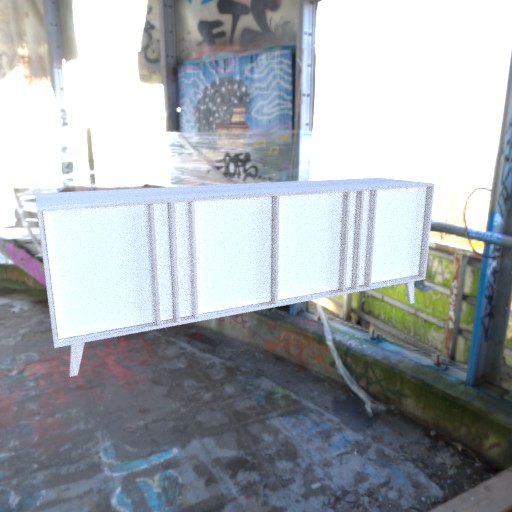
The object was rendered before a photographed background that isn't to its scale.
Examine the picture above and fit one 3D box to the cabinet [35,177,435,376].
[{"bbox_3d":[0.000,0.000,2.553,2.200,0.780,0.500,-7,16,-26],"label":"cabinet"}]
